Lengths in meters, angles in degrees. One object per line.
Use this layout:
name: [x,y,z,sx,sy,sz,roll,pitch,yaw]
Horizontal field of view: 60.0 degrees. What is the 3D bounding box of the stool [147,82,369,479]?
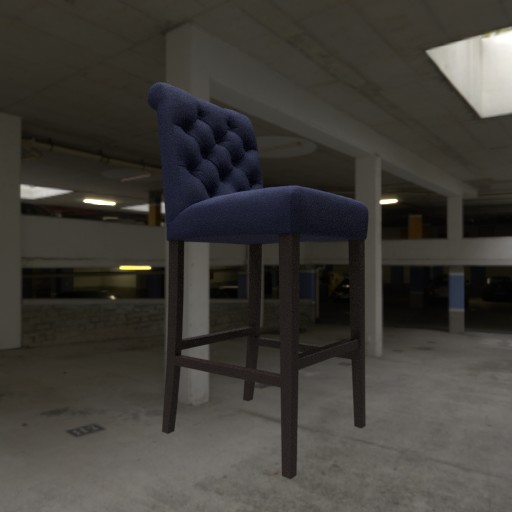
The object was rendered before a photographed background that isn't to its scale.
stool: [0.000,0.000,1.474,0.601,1.140,0.493,0,-1,38]
